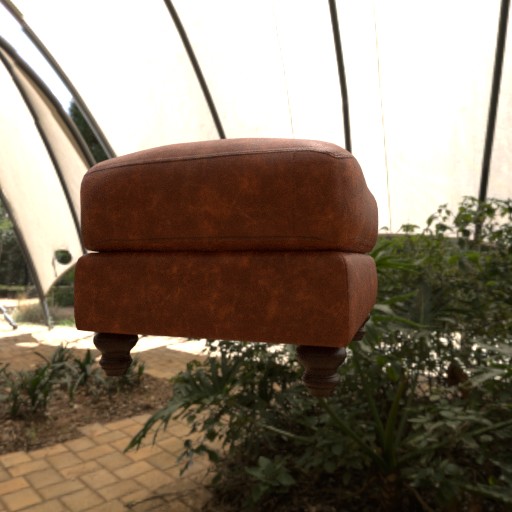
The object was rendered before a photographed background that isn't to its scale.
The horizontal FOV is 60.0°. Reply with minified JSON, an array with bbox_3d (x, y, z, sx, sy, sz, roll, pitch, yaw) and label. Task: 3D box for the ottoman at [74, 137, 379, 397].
[{"bbox_3d":[0.000,0.000,1.276,0.657,0.562,0.832,0,0,18],"label":"ottoman"}]
